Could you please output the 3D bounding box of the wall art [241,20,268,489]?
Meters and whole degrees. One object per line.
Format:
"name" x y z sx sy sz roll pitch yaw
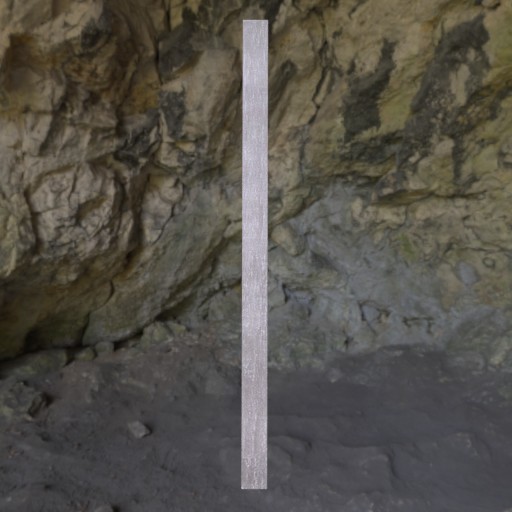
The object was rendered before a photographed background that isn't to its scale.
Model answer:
"wall art" 0.000 0.000 0.703 0.032 0.521 0.421 0 -1 0
